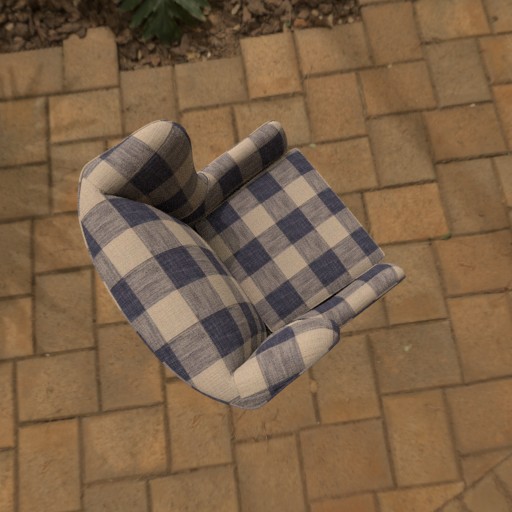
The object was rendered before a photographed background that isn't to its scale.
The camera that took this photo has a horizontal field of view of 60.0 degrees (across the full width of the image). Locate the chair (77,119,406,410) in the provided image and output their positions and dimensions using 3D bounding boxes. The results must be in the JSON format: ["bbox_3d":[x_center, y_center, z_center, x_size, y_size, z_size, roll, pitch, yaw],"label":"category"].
[{"bbox_3d":[0.000,0.000,1.706,0.889,1.041,0.830,-36,79,-8],"label":"chair"}]
